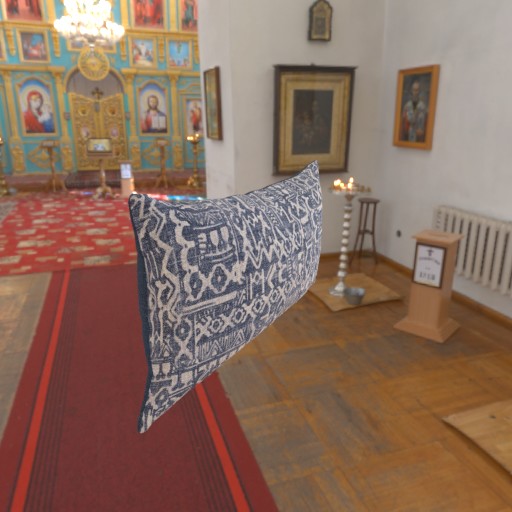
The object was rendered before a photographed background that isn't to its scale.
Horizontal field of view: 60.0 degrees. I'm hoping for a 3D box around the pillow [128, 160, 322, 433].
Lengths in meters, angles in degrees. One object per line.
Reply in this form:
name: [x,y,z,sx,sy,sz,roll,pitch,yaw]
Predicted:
pillow: [0.000,0.000,0.769,0.148,0.292,0.631,8,17,25]
